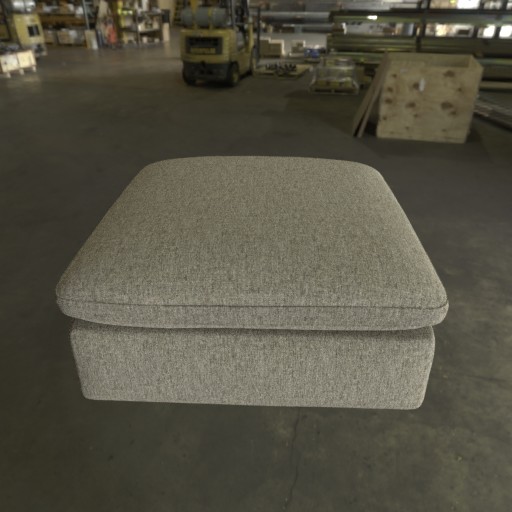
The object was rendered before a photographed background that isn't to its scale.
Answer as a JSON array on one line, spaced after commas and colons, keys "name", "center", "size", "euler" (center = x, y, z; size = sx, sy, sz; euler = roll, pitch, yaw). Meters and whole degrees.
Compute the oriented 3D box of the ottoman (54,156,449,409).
[{"name": "ottoman", "center": [0.000, 0.000, 1.614], "size": [1.039, 0.526, 1.035], "euler": [1, 31, 2]}]
